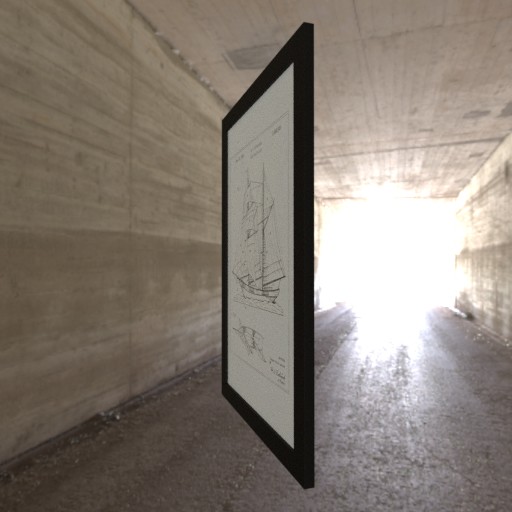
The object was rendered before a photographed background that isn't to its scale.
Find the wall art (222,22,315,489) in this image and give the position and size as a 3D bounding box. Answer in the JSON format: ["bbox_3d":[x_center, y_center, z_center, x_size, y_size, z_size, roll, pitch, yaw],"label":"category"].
[{"bbox_3d":[0.000,0.000,0.590,0.011,0.459,0.326,0,-1,-19],"label":"wall art"}]
